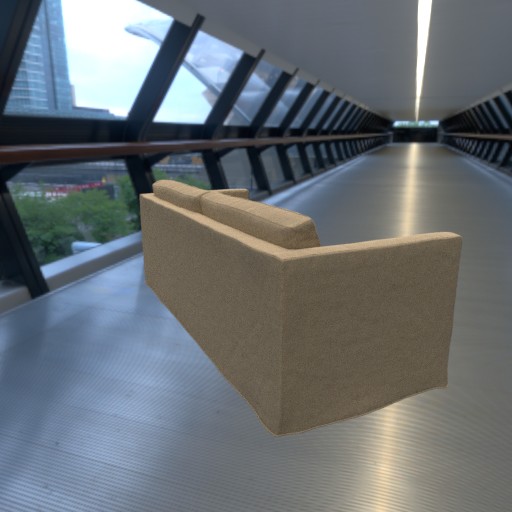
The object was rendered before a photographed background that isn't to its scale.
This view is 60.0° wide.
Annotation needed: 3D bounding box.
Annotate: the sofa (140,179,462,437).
[{"bbox_3d":[0.000,0.000,2.794,0.962,0.853,2.312,-7,16,-26],"label":"sofa"}]
